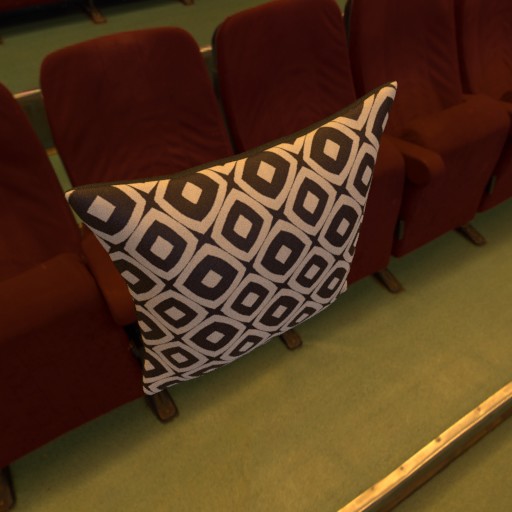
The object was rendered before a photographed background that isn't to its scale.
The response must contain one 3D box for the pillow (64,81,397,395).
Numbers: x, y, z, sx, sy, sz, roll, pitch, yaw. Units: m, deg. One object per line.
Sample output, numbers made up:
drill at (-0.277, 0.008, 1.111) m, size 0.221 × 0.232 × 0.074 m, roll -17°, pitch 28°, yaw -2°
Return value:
pillow at (0.000, 0.000, 0.762) m, size 0.504 × 0.494 × 0.188 m, roll -25°, pitch 52°, yaw -21°
